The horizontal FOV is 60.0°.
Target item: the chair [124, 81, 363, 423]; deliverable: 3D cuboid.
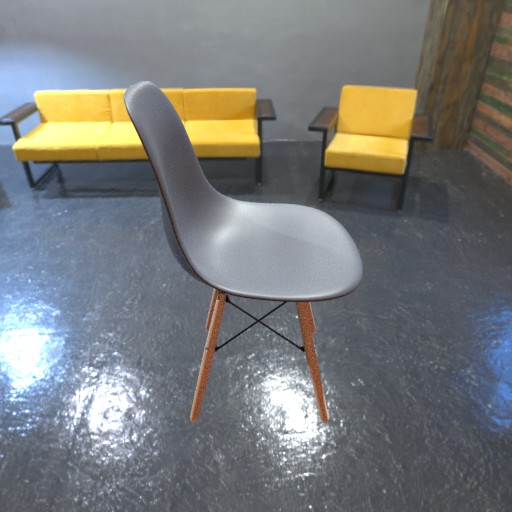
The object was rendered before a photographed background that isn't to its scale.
[{"bbox_3d":[0.000,0.000,1.141,0.533,0.826,0.470,1,32,1],"label":"chair"}]
